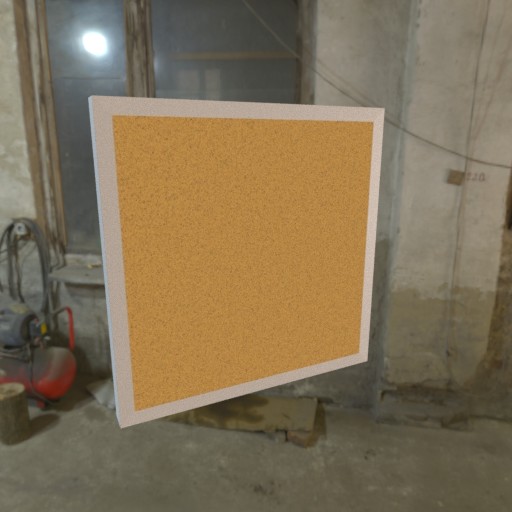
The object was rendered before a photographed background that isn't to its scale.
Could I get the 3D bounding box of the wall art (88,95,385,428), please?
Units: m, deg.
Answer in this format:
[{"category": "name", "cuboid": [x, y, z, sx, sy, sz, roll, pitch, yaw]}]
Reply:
[{"category": "wall art", "cuboid": [0.000, 0.000, 1.978, 1.289, 1.291, 0.098, -7, 16, -26]}]
